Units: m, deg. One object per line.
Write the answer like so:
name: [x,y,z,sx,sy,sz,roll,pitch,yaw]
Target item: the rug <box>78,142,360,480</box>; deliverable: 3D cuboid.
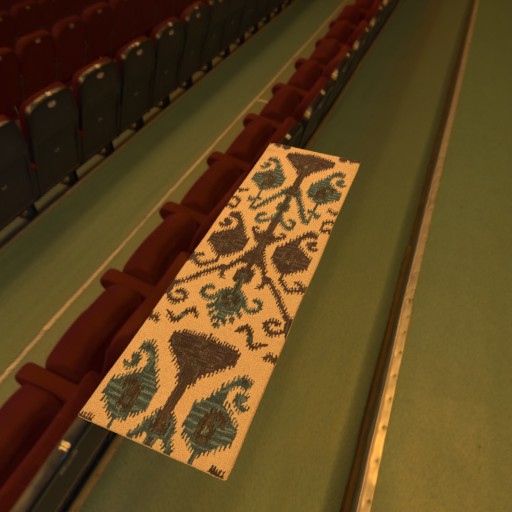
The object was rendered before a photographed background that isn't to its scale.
rug: [0.000,0.000,2.516,0.692,0.017,2.301,16,48,15]
